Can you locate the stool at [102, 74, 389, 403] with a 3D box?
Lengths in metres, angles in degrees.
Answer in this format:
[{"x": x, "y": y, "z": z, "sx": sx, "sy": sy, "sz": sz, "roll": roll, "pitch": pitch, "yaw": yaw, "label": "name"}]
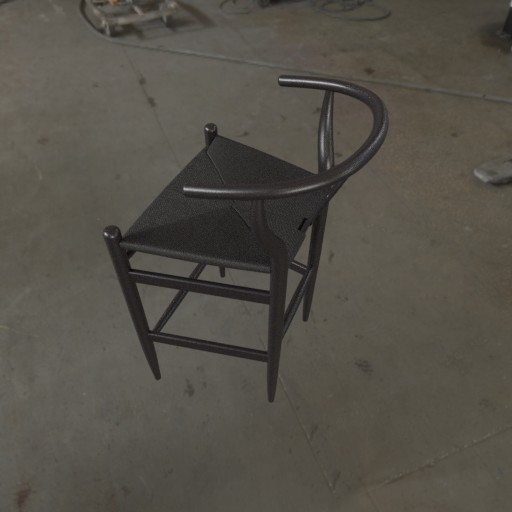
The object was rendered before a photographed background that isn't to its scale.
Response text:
[{"x": 0.000, "y": 0.000, "z": 1.329, "sx": 0.579, "sy": 0.970, "sz": 0.569, "roll": 17, "pitch": 49, "yaw": 16, "label": "stool"}]
